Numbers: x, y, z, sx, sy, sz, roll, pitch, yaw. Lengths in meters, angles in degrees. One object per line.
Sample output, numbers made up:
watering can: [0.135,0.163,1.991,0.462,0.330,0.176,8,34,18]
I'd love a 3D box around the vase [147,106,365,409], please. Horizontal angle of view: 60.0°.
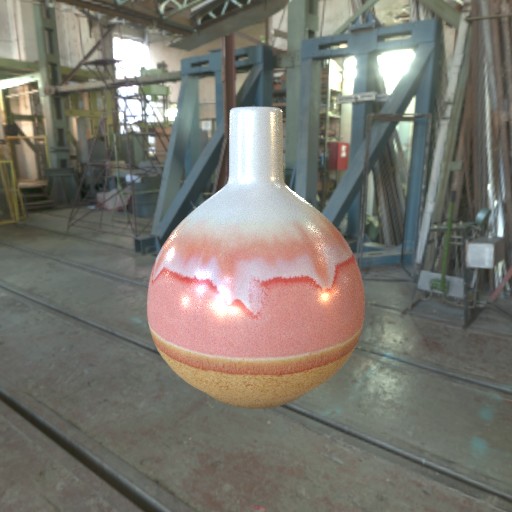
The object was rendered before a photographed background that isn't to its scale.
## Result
vase: [0.000,0.000,0.279,0.137,0.176,0.137,0,14,0]
